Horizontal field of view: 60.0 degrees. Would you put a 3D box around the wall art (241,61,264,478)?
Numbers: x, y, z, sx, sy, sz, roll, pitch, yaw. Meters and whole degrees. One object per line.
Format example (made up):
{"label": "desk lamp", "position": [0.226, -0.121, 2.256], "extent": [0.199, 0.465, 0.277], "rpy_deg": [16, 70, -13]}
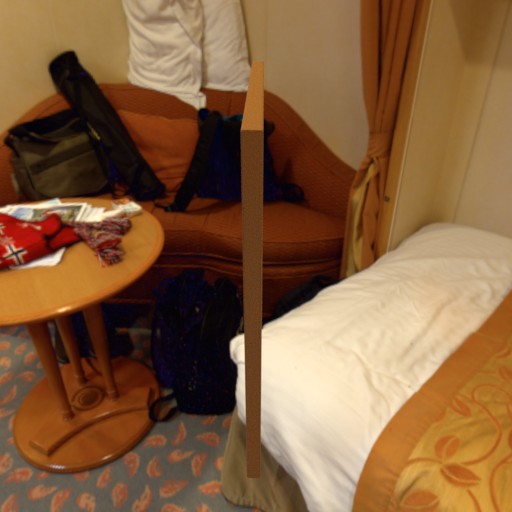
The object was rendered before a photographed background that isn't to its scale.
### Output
{"label": "wall art", "position": [0.000, 0.000, 0.517], "extent": [0.015, 0.379, 0.310], "rpy_deg": [1, 31, 1]}
